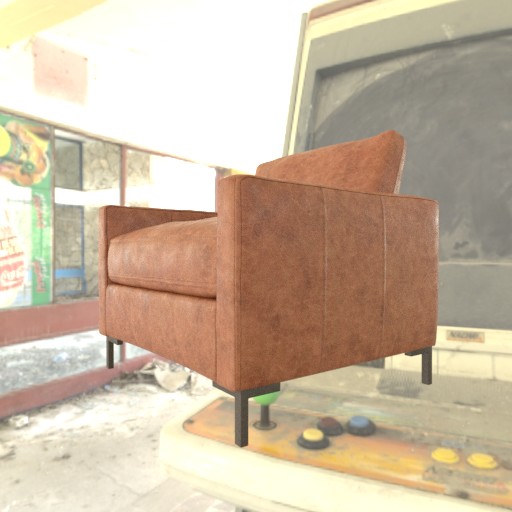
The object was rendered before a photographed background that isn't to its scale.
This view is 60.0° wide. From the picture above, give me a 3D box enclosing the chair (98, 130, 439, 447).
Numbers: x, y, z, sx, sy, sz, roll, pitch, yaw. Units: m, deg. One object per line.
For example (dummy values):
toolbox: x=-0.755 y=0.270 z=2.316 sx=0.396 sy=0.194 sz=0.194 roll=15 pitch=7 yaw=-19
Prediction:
chair: x=0.000 y=0.000 z=1.606 sx=0.862 sy=0.869 sz=0.967 roll=0 pitch=1 yaw=-38
